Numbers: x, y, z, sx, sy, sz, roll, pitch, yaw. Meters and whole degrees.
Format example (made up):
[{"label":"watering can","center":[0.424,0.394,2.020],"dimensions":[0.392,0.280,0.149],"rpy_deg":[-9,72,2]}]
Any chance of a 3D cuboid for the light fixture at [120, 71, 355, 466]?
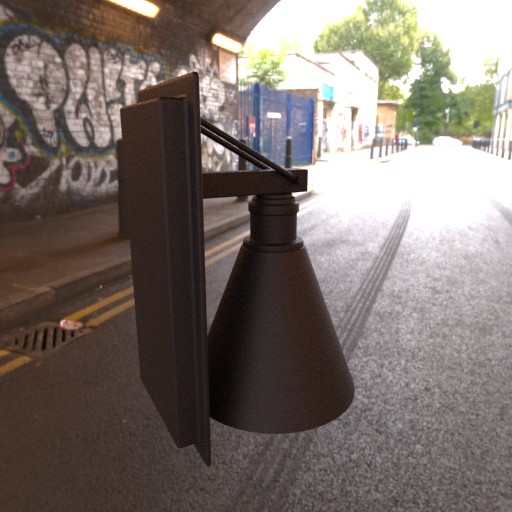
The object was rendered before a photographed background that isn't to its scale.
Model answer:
[{"label":"light fixture","center":[0.000,0.000,0.419],"dimensions":[0.207,0.298,0.170],"rpy_deg":[-8,17,-27]}]
